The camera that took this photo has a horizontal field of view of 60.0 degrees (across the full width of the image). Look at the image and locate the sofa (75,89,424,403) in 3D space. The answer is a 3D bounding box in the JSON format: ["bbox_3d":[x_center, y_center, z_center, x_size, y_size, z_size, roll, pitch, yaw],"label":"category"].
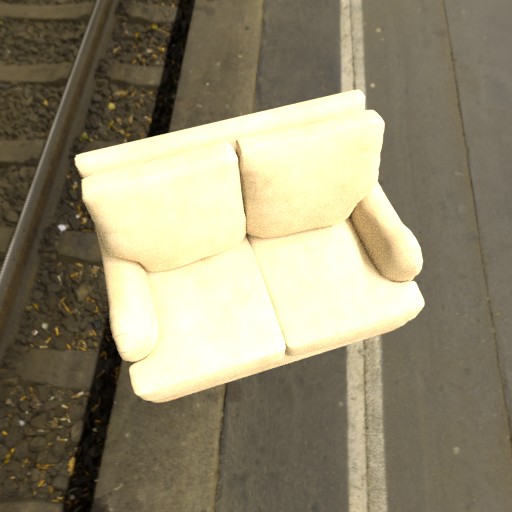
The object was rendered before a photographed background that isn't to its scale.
[{"bbox_3d":[0.000,0.000,2.307,1.498,1.087,1.086,-16,65,-8],"label":"sofa"}]
